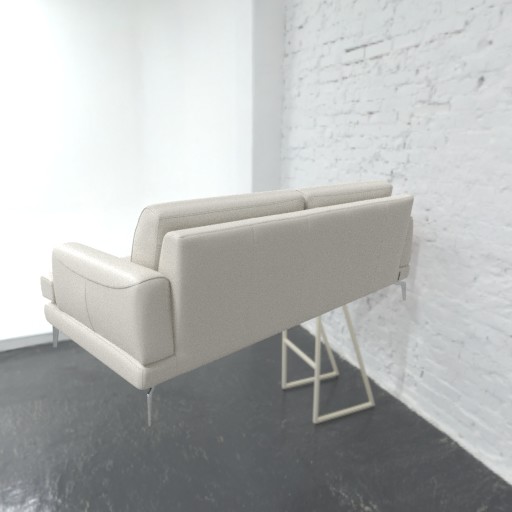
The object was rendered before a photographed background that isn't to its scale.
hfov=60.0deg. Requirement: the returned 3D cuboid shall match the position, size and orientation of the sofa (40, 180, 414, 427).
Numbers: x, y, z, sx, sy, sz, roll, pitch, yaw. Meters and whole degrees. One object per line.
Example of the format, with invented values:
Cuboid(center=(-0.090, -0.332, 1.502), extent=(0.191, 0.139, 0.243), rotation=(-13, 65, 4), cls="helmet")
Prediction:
Cuboid(center=(0.000, 0.000, 2.401), extent=(1.940, 0.765, 0.974), rotation=(-14, 20, -43), cls="sofa")
